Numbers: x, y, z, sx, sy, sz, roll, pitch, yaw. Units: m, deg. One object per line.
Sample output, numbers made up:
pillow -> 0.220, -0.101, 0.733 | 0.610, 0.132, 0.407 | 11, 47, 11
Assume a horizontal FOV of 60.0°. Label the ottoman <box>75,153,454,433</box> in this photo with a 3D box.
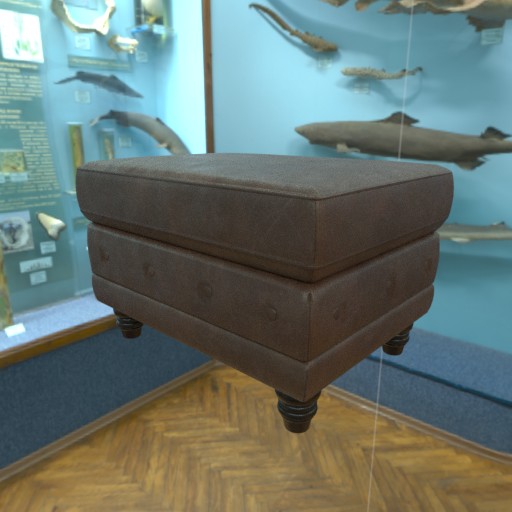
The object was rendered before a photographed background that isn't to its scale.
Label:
ottoman -> 0.000, 0.000, 1.181 | 0.795, 0.509, 0.588 | 14, 22, 41
